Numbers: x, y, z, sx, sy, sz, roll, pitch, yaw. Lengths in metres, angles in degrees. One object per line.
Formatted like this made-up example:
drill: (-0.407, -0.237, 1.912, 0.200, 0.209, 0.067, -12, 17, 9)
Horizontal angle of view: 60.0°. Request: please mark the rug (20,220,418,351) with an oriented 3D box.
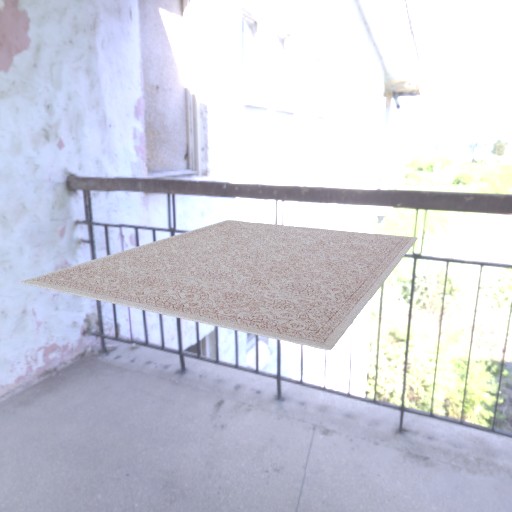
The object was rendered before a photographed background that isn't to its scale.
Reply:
rug: (0.000, 0.000, 4.112, 2.441, 0.015, 3.050, 7, 16, 26)
